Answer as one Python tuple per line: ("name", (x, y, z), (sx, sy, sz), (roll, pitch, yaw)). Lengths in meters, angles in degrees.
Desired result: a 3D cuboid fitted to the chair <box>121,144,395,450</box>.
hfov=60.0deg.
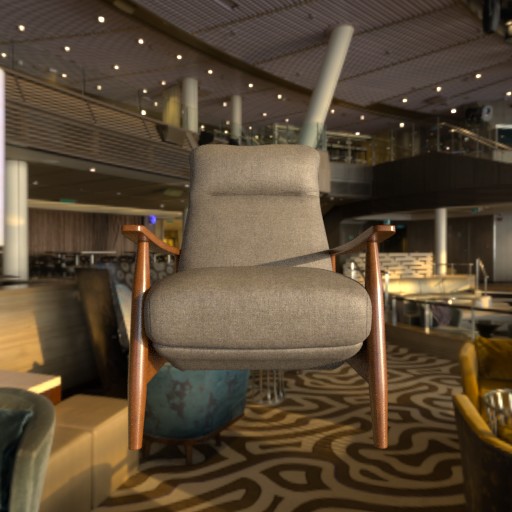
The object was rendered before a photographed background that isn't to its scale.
("chair", (0.000, 0.000, 1.722), (0.762, 1.081, 1.014), (0, 0, -1))
